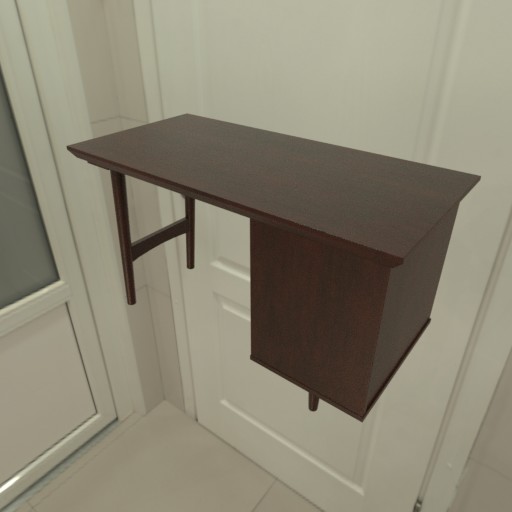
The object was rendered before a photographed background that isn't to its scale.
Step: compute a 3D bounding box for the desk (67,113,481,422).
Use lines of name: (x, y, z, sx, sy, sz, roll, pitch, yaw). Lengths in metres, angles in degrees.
desk: (0.000, 0.000, 1.685, 1.277, 0.758, 0.612, 22, 38, 32)
